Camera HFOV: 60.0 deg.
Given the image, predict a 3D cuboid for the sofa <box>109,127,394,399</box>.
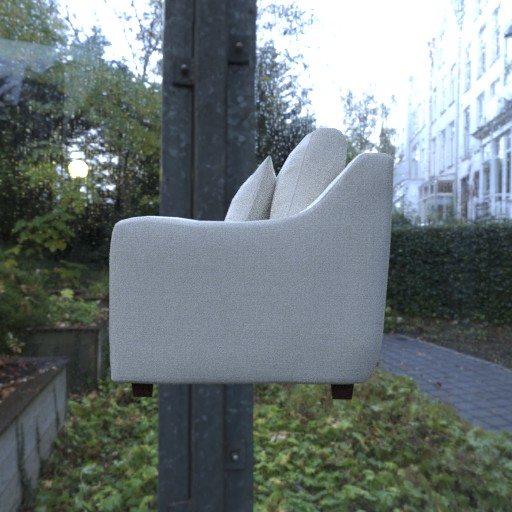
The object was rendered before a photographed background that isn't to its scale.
[{"bbox_3d":[0.000,0.000,2.403,1.040,1.047,1.744,0,0,2],"label":"sofa"}]
